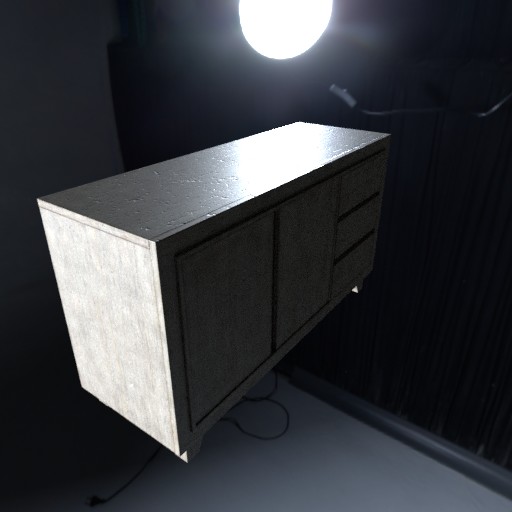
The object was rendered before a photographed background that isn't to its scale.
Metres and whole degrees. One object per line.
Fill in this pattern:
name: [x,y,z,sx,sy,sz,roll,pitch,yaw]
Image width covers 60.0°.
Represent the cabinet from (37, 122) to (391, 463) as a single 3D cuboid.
cabinet: [0.000,0.000,1.866,0.511,0.825,1.460,19,33,32]
